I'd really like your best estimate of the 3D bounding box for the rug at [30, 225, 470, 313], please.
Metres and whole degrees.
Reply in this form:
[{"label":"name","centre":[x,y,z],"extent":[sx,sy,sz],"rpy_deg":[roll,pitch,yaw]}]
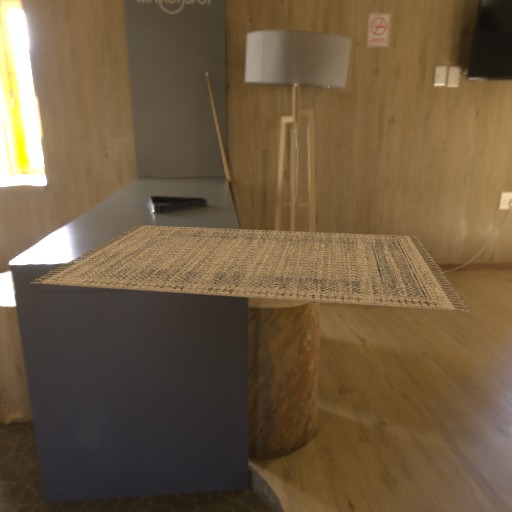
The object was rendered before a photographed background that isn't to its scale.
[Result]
[{"label":"rug","centre":[0.000,0.000,3.149],"extent":[2.486,0.013,1.548],"rpy_deg":[3,17,9]}]
